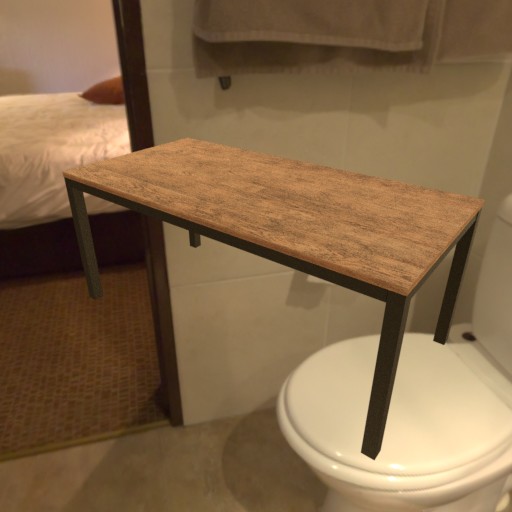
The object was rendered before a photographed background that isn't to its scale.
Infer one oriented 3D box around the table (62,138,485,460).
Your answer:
[{"bbox_3d":[0.000,0.000,2.270,1.805,0.767,0.893,20,34,32],"label":"table"}]
